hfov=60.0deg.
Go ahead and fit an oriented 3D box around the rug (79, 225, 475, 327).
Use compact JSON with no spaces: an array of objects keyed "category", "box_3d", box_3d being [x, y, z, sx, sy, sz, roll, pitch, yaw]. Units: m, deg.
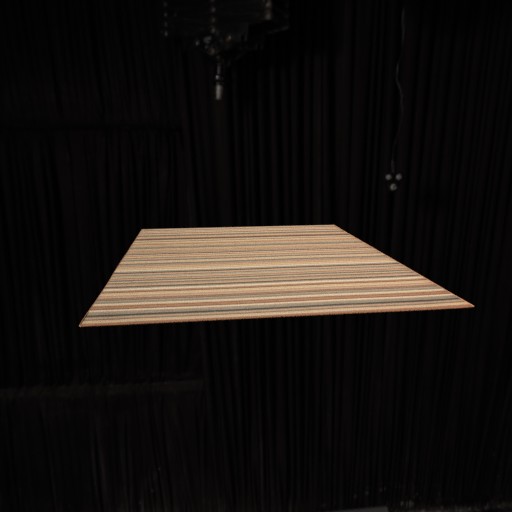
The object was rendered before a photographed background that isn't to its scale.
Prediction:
[{"category":"rug","box_3d":[0.000,0.000,4.138,2.436,0.011,3.045,-2,14,-7]}]
